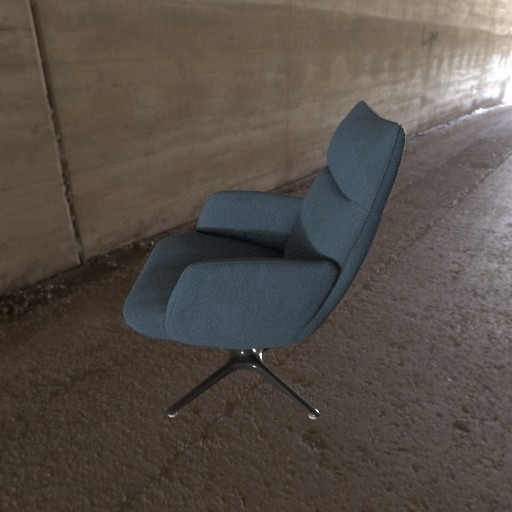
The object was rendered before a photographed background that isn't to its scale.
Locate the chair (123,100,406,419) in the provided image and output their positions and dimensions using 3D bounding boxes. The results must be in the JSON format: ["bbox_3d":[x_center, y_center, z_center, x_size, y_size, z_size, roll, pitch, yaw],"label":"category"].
[{"bbox_3d":[0.000,0.000,1.607,0.889,1.016,0.711,0,26,1],"label":"chair"}]
